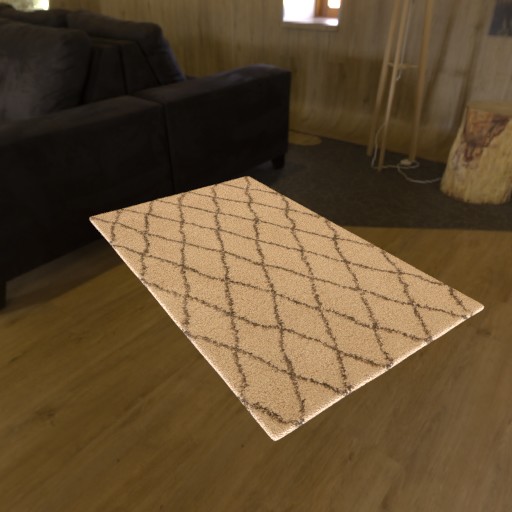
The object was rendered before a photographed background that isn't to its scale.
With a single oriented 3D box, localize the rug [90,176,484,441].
[{"bbox_3d":[0.000,0.000,3.032,1.524,0.030,2.438,-20,37,-29],"label":"rug"}]
